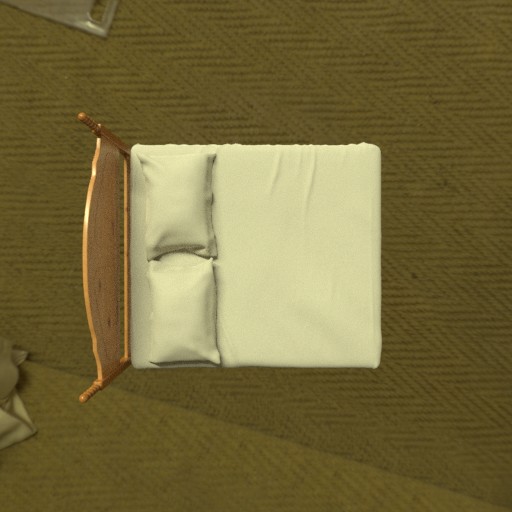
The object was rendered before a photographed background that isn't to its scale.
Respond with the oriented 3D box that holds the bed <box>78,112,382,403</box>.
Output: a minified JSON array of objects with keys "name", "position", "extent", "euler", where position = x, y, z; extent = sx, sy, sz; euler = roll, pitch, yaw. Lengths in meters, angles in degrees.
[{"name":"bed","position":[0.000,0.000,3.176],"extent":[2.040,1.356,1.873],"euler":[0,91,0]}]
